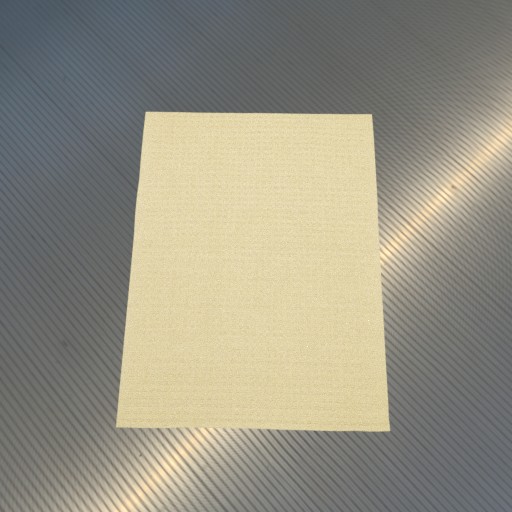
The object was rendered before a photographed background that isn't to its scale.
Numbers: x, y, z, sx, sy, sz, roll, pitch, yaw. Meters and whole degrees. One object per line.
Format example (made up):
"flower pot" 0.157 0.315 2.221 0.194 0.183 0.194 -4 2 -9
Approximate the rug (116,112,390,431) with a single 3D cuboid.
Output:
"rug" 0.000 0.000 4.360 2.452 0.016 3.204 1 75 0
